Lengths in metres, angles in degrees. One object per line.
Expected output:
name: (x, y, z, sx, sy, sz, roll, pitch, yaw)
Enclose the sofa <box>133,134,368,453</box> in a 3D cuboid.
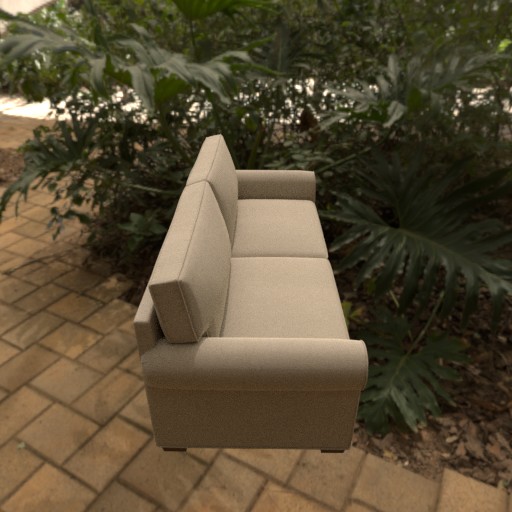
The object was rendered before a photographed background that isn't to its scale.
sofa: (0.000, 0.000, 2.645, 0.901, 0.962, 2.146, 0, 30, 1)
